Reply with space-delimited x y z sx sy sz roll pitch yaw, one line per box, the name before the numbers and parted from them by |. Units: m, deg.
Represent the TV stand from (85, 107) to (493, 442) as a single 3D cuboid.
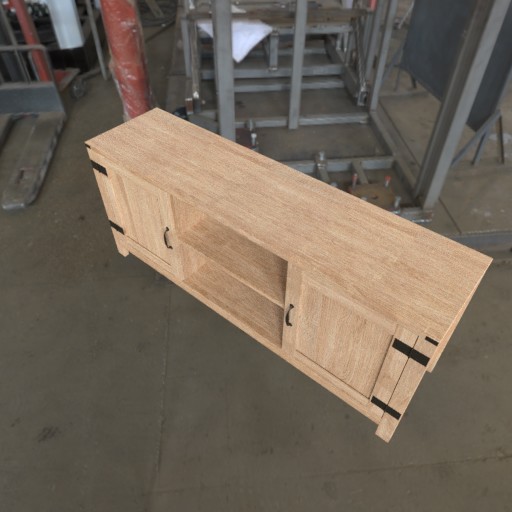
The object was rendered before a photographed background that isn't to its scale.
TV stand | 0.000 0.000 1.729 1.466 0.610 0.398 30 52 27
